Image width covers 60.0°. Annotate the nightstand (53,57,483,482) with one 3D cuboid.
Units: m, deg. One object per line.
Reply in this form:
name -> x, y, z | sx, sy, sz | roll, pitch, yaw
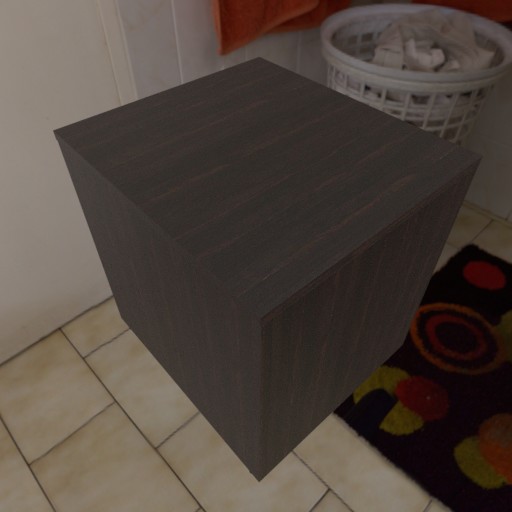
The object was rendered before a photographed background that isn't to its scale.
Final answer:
nightstand -> 0.000, 0.000, 0.783 | 0.400, 0.460, 0.461 | -32, 54, -28
